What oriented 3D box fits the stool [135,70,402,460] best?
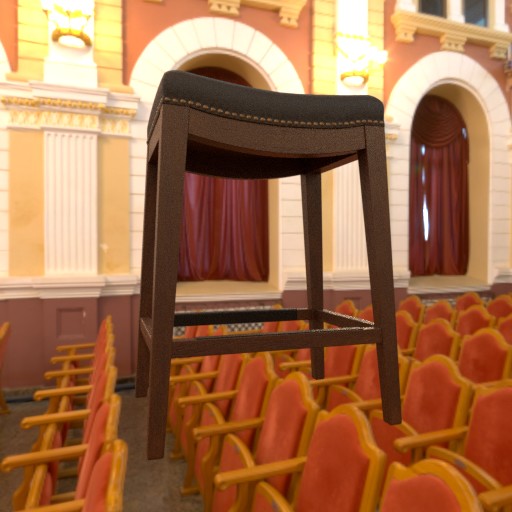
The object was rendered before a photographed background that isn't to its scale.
[{"bbox_3d":[0.000,0.000,0.963,0.490,0.664,0.353,0,0,-18],"label":"stool"}]
